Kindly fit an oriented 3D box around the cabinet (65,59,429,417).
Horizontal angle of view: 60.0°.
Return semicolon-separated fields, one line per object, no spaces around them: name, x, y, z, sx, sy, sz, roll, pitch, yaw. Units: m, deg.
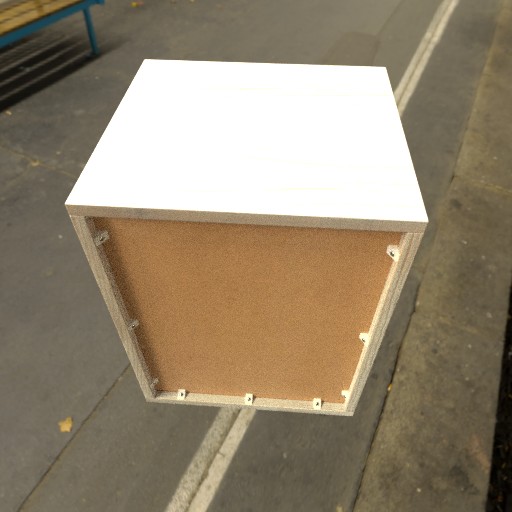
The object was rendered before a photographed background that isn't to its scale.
cabinet;0.000;0.000;0.843;0.409;0.579;0.401;3;48;3
